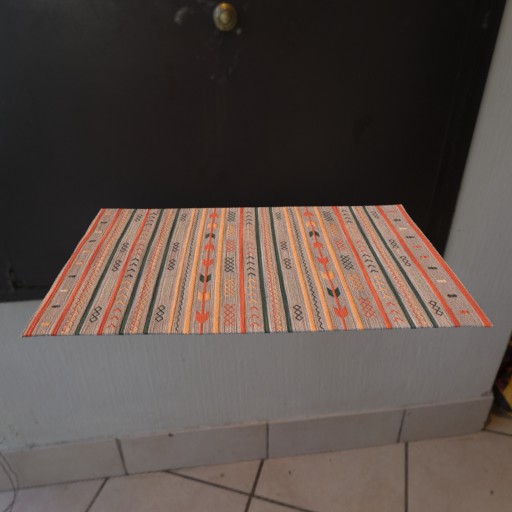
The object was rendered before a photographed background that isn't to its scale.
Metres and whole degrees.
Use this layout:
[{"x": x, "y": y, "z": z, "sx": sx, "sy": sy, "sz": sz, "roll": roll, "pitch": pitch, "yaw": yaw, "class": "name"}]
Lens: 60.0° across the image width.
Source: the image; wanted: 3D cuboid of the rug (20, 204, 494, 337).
[{"x": 0.000, "y": 0.000, "z": 2.931, "sx": 2.439, "sy": 0.029, "sz": 1.537, "roll": -1, "pitch": 31, "yaw": -2, "class": "rug"}]
